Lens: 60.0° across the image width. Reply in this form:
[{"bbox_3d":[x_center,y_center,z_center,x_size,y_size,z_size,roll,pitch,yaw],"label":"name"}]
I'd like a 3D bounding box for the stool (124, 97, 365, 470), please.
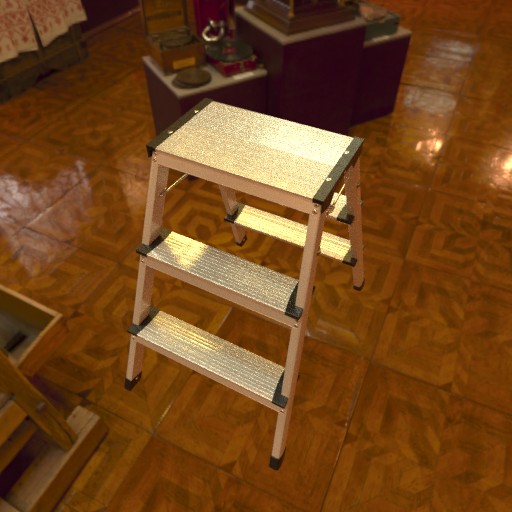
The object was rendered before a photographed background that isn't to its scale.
[{"bbox_3d":[0.000,0.000,1.028,0.437,0.605,0.622,21,50,19],"label":"stool"}]
